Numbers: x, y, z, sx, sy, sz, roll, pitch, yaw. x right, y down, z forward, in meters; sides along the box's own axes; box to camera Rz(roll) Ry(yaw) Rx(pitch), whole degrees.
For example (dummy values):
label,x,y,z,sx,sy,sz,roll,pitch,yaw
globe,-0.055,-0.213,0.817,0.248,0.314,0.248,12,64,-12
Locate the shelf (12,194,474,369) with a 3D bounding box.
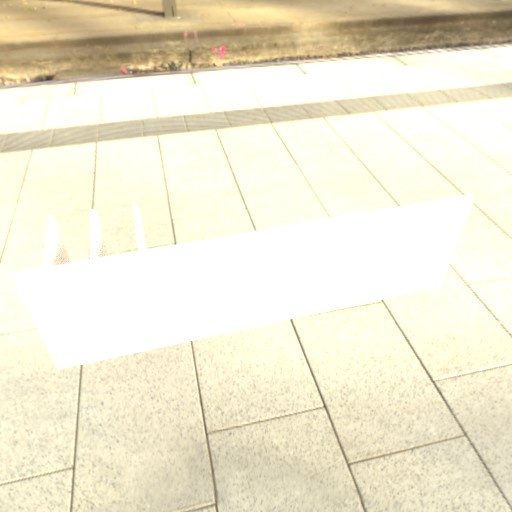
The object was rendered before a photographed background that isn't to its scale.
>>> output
label,x,y,z,sx,sy,sz,roll,pitch,yaw
shelf,0.000,0.000,1.117,1.020,0.300,0.200,-10,42,-12
